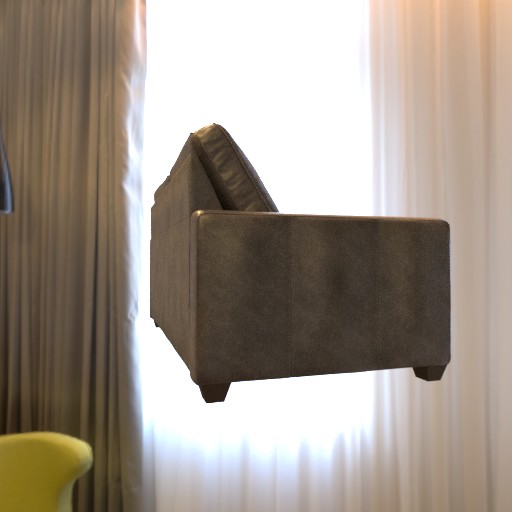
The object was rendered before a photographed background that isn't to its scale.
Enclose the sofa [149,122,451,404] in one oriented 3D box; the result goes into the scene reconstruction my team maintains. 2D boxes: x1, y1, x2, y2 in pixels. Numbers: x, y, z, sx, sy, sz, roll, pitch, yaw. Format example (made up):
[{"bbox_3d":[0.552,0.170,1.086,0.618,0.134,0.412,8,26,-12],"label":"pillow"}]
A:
[{"bbox_3d":[0.000,0.000,2.265,0.939,0.916,1.732,0,-1,-18],"label":"sofa"}]
